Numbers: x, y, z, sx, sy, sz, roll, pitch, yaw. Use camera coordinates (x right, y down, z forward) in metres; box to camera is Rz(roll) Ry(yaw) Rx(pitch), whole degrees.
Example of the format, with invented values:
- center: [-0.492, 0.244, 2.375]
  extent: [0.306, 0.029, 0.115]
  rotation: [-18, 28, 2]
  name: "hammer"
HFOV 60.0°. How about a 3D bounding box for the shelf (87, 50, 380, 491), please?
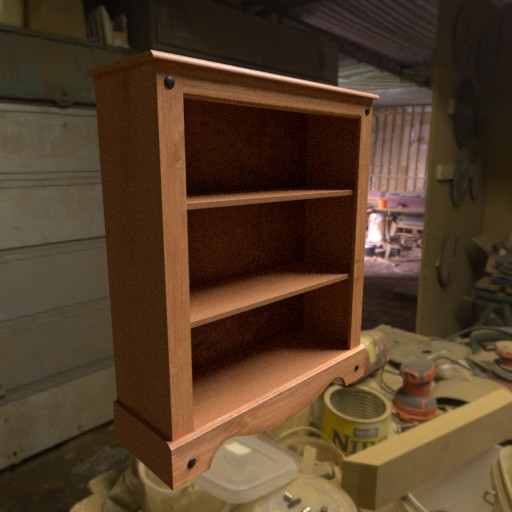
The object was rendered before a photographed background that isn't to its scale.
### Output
- center: [0.000, 0.000, 1.340]
  extent: [0.840, 0.980, 0.291]
  rotation: [-12, 17, -43]
  name: "shelf"
